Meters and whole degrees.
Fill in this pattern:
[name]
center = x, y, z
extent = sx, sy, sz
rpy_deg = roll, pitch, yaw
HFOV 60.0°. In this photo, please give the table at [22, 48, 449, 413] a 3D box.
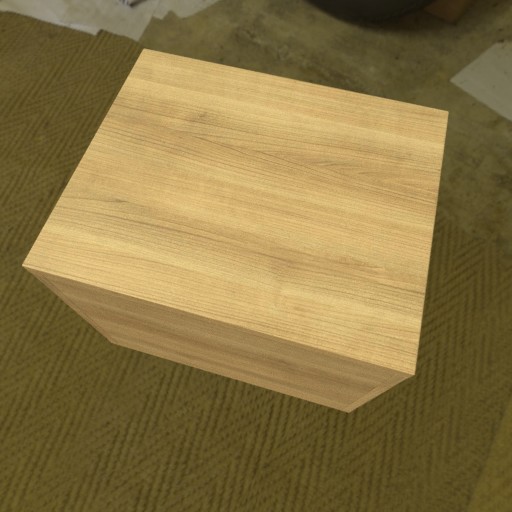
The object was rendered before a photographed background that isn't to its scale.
[table]
center = 0.000, 0.000, 0.763
extent = 0.445, 0.460, 0.380
rpy_deg = 14, 65, 7
